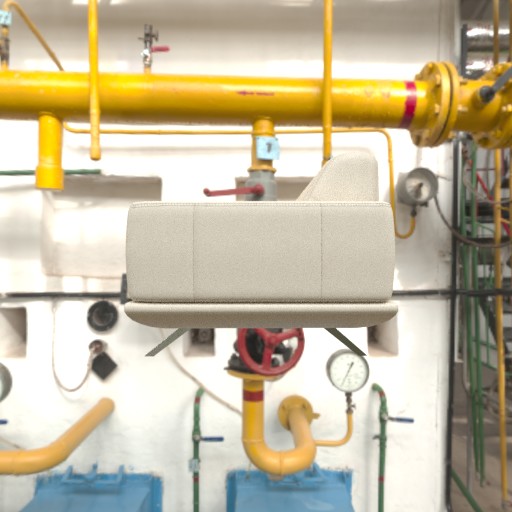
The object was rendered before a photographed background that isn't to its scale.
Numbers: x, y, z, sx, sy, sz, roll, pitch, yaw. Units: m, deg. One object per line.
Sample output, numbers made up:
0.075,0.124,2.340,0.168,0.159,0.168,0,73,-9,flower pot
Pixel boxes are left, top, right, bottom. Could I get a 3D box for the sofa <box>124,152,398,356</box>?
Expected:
0.000,0.000,2.347,0.900,0.772,1.901,0,0,-1,sofa
